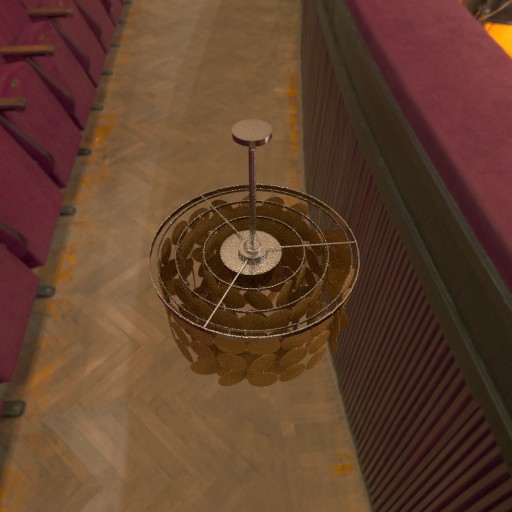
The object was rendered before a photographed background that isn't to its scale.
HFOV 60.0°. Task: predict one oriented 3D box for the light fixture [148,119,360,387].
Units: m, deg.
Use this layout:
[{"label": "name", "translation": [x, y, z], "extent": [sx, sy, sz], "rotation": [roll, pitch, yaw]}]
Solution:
[{"label": "light fixture", "translation": [0.000, 0.000, 0.765], "extent": [0.368, 0.492, 0.368], "rotation": [0, 47, 0]}]
